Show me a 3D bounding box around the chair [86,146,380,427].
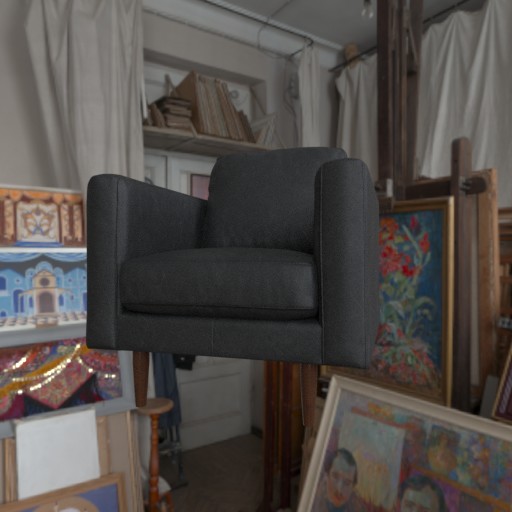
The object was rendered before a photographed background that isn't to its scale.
[{"bbox_3d":[0.000,0.000,1.580,0.831,0.898,0.879,0,0,17],"label":"chair"}]
